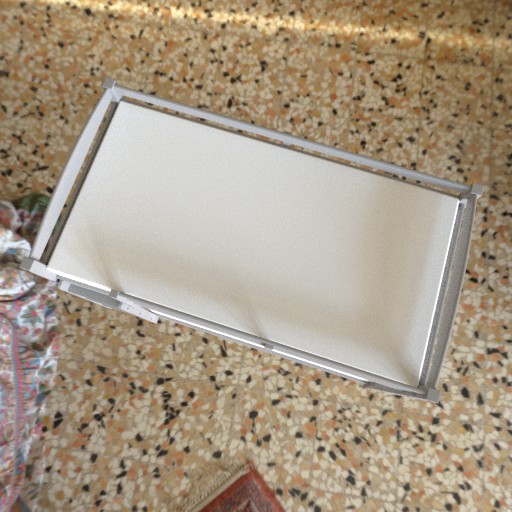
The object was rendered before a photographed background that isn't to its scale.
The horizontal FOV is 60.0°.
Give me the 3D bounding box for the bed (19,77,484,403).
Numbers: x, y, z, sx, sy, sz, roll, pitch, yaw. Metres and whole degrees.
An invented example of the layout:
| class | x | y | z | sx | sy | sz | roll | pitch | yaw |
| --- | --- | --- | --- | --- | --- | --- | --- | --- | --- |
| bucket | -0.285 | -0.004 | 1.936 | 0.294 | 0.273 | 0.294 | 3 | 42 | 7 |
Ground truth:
| class | x | y | z | sx | sy | sz | roll | pitch | yaw |
| --- | --- | --- | --- | --- | --- | --- | --- | --- | --- |
| bed | 0.000 | 0.000 | 2.676 | 2.013 | 1.206 | 1.105 | 17 | 77 | 4 |
